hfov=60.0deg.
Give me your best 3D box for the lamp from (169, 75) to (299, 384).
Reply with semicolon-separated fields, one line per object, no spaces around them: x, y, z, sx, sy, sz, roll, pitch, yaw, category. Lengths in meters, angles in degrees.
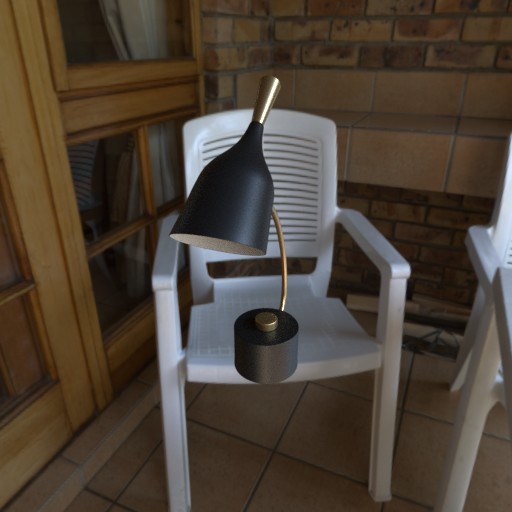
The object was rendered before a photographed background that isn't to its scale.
0.000;0.000;0.623;0.110;0.464;0.352;8;27;16;lamp
